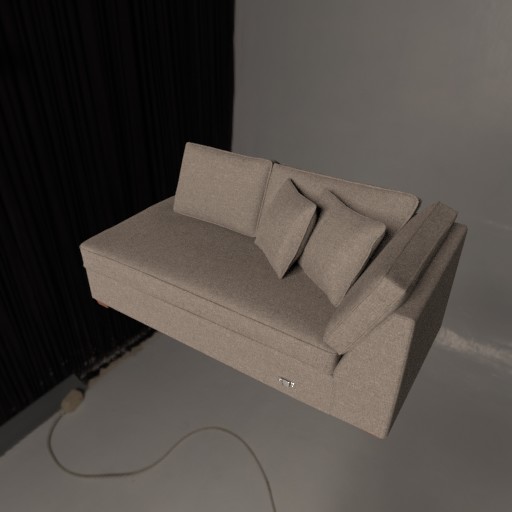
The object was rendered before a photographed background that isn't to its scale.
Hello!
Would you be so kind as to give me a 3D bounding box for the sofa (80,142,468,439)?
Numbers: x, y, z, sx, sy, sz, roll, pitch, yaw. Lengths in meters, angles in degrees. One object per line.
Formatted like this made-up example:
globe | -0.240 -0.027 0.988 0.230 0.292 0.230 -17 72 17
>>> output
sofa | 0.000 0.000 2.857 2.237 1.033 1.110 19 36 28
